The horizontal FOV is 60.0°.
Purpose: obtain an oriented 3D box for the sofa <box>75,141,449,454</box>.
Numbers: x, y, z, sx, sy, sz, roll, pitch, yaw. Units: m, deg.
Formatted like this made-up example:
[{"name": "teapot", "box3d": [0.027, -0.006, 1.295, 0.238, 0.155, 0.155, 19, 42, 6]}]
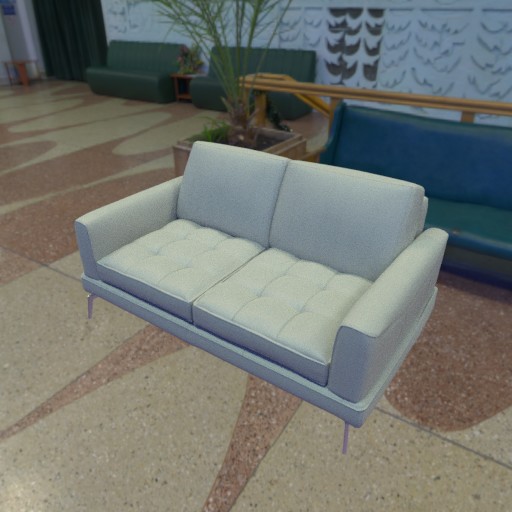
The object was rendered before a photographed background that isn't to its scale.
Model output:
[{"name": "sofa", "box3d": [0.000, 0.000, 2.470, 1.819, 0.930, 1.121, 19, 35, 30]}]
